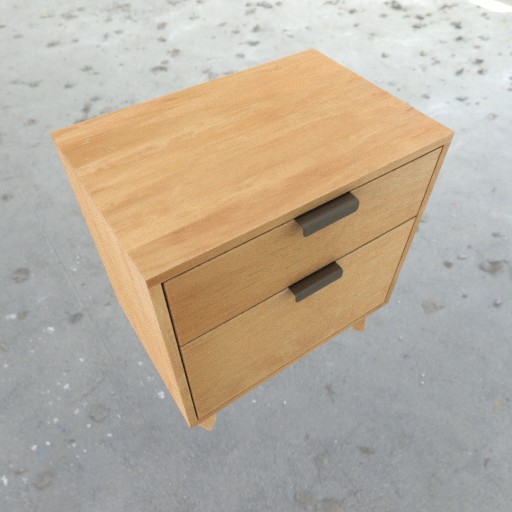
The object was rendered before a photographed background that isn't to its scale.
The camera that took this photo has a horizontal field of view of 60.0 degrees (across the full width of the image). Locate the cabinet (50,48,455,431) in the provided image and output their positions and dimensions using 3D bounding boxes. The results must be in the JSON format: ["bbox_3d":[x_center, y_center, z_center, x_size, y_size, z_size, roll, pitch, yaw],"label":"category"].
[{"bbox_3d":[0.000,0.000,0.947,0.551,0.599,0.394,-27,54,-21],"label":"cabinet"}]
